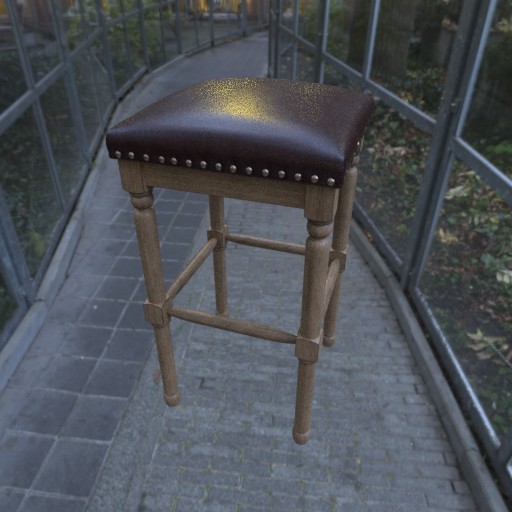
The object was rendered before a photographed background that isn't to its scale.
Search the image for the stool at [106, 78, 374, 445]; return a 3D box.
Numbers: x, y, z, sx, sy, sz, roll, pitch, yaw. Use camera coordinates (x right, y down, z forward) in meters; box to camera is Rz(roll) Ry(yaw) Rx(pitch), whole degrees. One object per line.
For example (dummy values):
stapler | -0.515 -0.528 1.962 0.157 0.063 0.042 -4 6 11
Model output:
stool | 0.000 0.000 0.957 0.383 0.702 0.382 10 34 16
